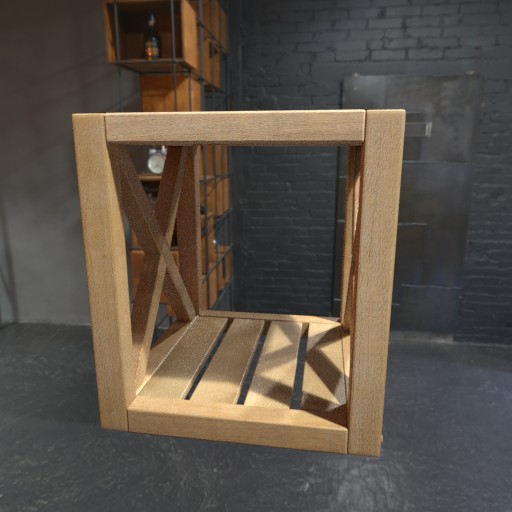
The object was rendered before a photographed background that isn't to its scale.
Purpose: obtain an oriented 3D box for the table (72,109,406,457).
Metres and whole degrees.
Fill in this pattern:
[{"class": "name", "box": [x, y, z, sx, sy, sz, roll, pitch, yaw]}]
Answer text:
[{"class": "table", "box": [0.000, 0.000, 1.048, 0.558, 0.610, 0.559, 2, 14, 9]}]
